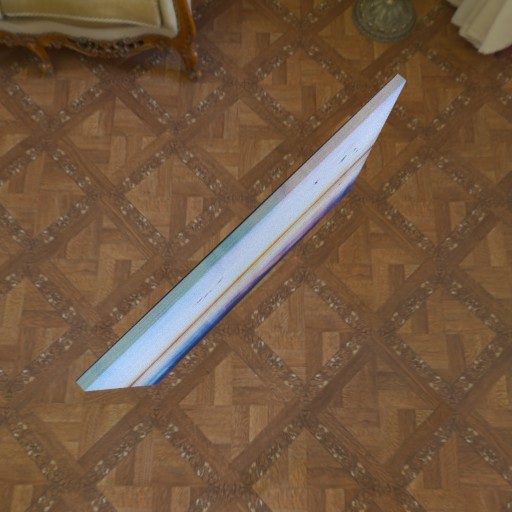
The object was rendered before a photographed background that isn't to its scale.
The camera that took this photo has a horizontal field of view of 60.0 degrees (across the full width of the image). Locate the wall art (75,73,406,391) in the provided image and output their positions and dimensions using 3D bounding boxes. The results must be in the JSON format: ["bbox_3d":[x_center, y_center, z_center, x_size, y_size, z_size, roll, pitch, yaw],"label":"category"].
[{"bbox_3d":[0.000,0.000,1.471,0.034,0.756,1.137,43,79,10],"label":"wall art"}]
